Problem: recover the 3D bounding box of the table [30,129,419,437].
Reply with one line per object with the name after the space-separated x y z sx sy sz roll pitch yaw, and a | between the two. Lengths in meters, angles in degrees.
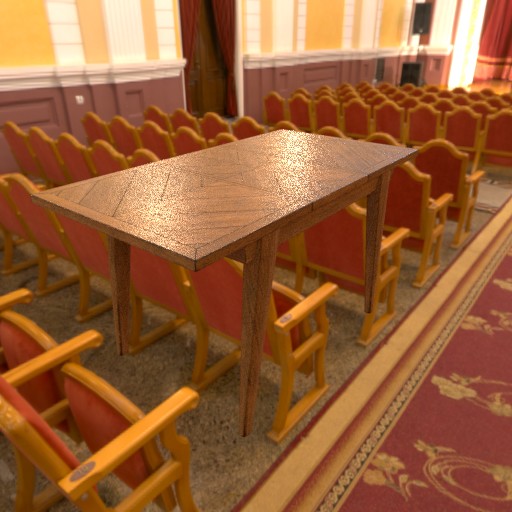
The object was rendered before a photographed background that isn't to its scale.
0.000 0.000 1.885 0.757 0.760 1.400 20 33 34 | table
